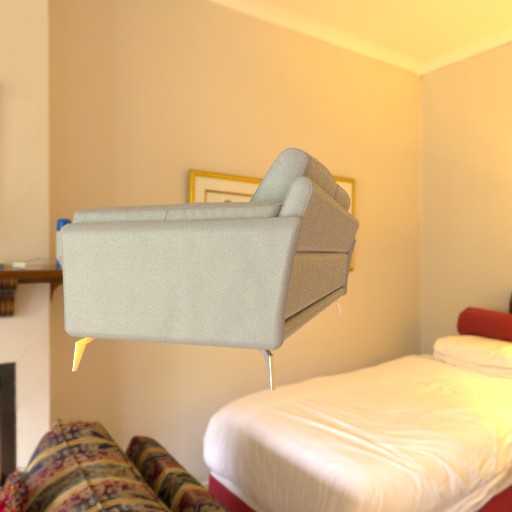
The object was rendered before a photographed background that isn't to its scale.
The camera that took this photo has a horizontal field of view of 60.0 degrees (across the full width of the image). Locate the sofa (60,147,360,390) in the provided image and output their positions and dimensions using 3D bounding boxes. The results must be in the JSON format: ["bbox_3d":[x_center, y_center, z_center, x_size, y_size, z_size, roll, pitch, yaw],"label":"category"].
[{"bbox_3d":[0.000,0.000,2.637,1.049,0.930,2.101,0,0,18],"label":"sofa"}]
